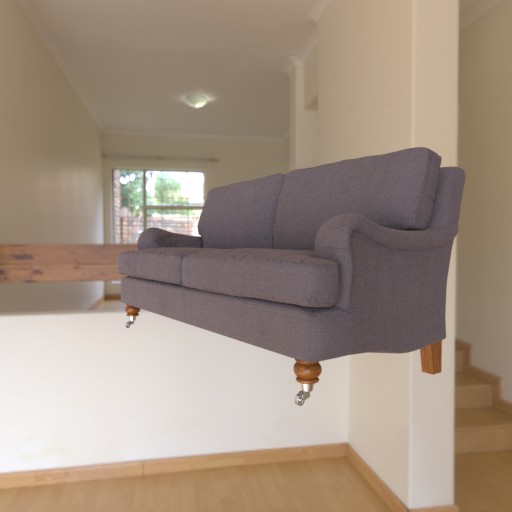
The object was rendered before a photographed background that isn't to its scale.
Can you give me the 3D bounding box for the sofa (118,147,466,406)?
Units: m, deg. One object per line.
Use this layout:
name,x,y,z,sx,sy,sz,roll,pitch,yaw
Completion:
sofa,0.000,0.000,2.741,1.086,1.087,2.165,-1,2,-35
